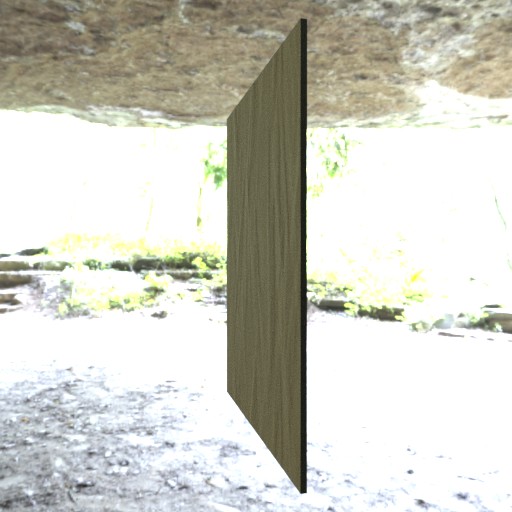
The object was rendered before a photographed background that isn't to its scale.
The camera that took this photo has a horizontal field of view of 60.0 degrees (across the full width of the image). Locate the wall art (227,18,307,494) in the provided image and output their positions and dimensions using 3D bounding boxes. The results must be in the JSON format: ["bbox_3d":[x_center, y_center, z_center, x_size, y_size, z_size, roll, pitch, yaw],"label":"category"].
[{"bbox_3d":[0.000,0.000,1.431,0.016,1.116,0.810,0,0,-16],"label":"wall art"}]
